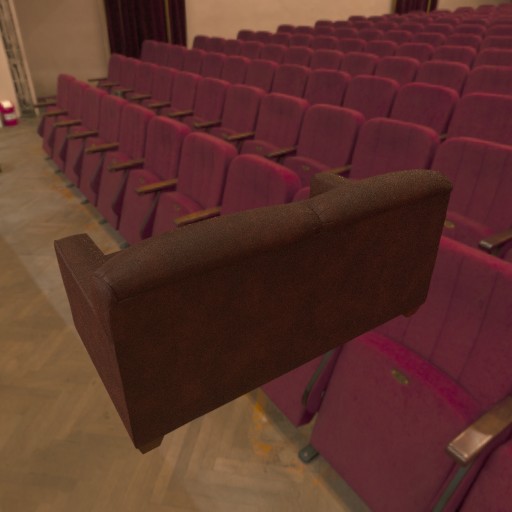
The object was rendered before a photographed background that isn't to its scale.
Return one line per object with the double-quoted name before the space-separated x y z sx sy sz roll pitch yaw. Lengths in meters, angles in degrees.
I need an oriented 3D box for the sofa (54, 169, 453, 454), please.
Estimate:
"sofa" 0.000 0.000 2.390 1.856 0.966 1.000 -19 35 -29
